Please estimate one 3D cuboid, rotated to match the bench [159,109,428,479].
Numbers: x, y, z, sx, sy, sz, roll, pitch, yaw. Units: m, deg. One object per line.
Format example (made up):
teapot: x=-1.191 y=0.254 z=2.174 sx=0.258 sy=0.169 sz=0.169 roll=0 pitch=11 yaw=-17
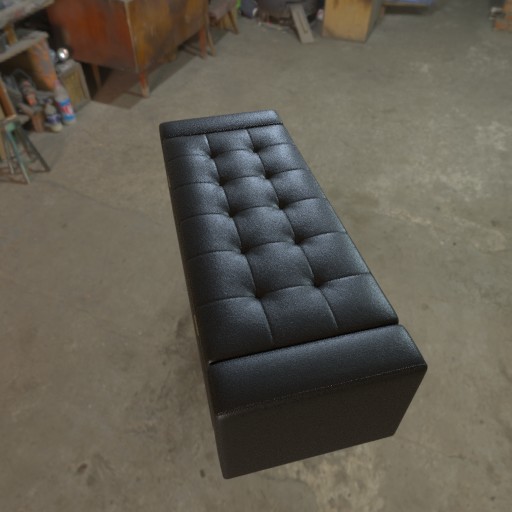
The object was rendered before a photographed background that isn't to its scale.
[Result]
bench: x=0.000 y=0.000 z=1.555 sx=0.508 sy=0.445 sz=1.296 roll=-10 pitch=46 yaw=-10
